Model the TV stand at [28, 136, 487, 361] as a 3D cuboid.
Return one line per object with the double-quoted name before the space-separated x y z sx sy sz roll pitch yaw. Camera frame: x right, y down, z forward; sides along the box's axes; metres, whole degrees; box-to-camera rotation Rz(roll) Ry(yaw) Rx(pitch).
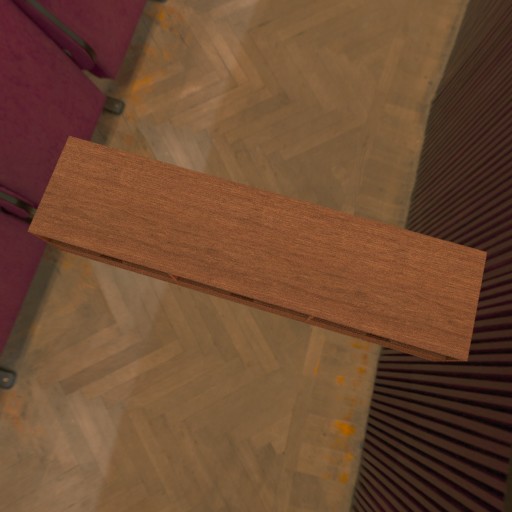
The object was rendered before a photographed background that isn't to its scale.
"TV stand" 0.000 0.000 1.670 1.482 0.409 0.366 16 77 4
